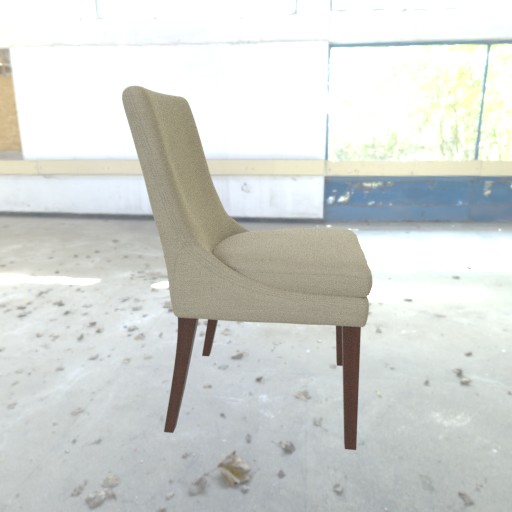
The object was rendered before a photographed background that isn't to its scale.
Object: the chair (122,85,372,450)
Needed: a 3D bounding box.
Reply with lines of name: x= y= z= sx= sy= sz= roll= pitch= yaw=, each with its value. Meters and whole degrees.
chair: x=0.000 y=0.000 z=1.341 sx=0.638 sy=0.940 sz=0.515 roll=2 pitch=16 yaw=7
